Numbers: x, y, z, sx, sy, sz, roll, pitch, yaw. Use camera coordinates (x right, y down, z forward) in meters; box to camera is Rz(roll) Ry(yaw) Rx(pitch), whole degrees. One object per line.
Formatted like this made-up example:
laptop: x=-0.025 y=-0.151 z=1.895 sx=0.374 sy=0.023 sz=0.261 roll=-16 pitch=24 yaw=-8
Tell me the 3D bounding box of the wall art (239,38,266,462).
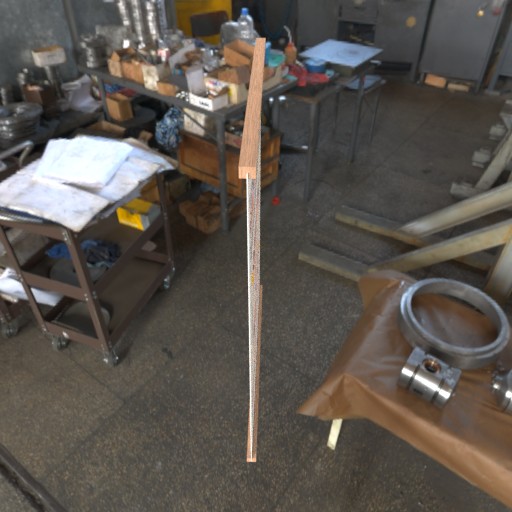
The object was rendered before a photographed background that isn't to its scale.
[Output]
wall art: x=0.000 y=0.000 z=1.325 sx=0.028 sy=1.016 sz=0.765 roll=1 pitch=40 yaw=2
